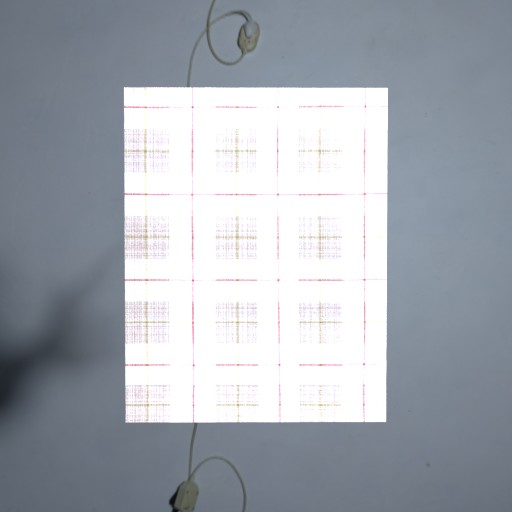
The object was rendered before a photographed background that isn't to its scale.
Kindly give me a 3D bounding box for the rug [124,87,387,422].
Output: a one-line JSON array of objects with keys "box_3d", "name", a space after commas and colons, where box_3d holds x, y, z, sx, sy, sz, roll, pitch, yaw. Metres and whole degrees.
[{"box_3d": [0.000, 0.000, 3.928, 2.317, 0.016, 2.959, 0, 91, 0], "name": "rug"}]
